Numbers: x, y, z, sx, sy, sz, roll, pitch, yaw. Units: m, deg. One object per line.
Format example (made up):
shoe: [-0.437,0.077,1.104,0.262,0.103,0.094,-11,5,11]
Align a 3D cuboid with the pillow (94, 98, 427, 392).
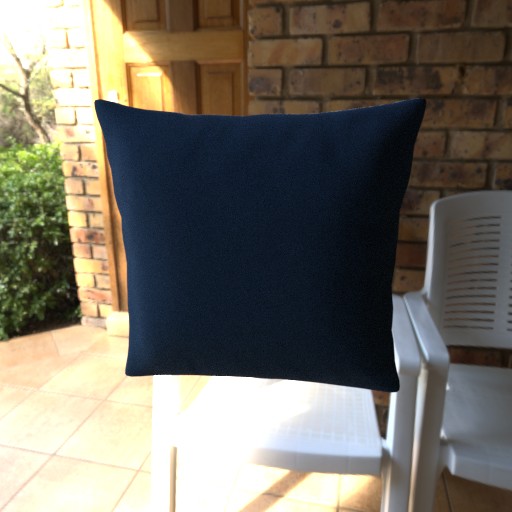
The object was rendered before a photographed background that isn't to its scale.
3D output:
pillow: [0.000,0.000,0.760,0.523,0.510,0.166,2,17,7]
